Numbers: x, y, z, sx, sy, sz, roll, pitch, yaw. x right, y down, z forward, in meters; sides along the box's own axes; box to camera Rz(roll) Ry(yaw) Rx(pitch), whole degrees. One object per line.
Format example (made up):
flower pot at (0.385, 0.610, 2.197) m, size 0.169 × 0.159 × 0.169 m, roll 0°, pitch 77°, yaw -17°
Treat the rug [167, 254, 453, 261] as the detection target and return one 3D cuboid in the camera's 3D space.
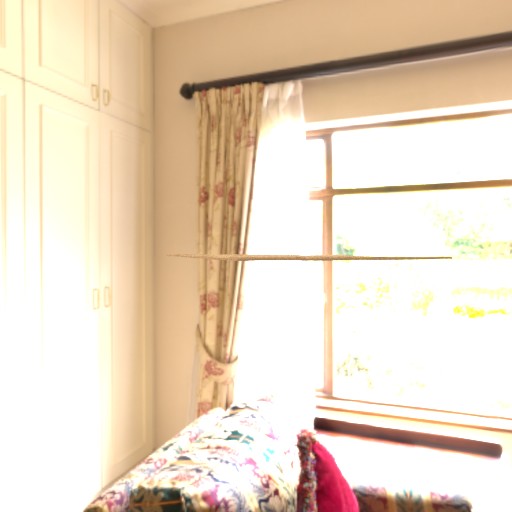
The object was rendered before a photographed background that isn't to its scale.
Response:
rug at (0.000, 0.000, 2.701) m, size 0.857 × 0.018 × 2.383 m, roll 0°, pitch 0°, yaw -17°
